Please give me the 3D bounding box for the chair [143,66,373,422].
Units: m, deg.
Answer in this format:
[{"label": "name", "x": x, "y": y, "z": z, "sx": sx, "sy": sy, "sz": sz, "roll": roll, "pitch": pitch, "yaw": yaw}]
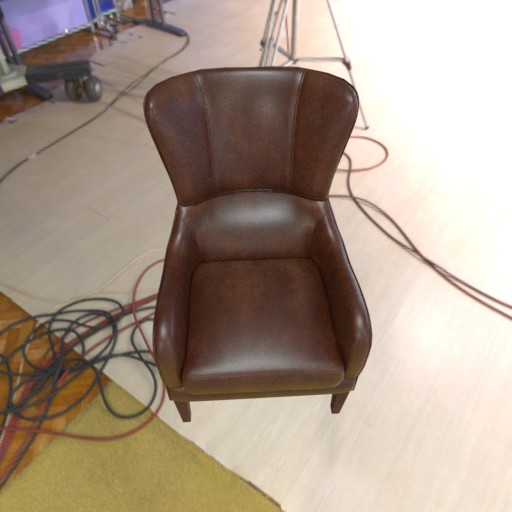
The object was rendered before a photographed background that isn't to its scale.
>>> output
[{"label": "chair", "x": 0.000, "y": 0.000, "z": 1.641, "sx": 0.692, "sy": 1.048, "sz": 0.914, "roll": -2, "pitch": 48, "yaw": -2}]
